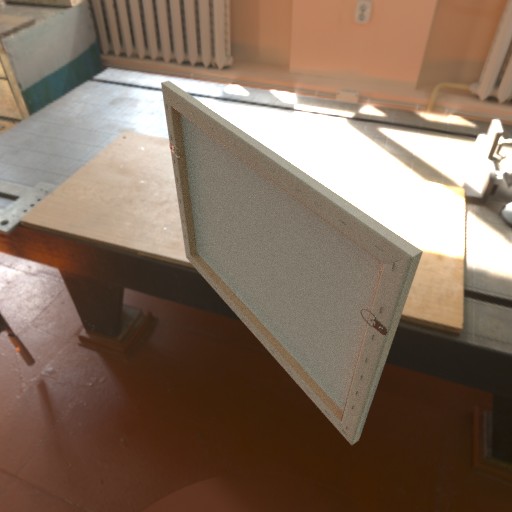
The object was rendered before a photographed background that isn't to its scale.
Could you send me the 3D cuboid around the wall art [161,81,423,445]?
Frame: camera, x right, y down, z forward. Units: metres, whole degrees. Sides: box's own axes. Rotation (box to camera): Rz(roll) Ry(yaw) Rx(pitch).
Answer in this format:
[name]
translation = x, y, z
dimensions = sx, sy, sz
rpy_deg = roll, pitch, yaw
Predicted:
[wall art]
translation = 0.000, 0.000, 1.648
dimensions = 0.042, 0.912, 1.219
rpy_deg = -26, 48, -25
